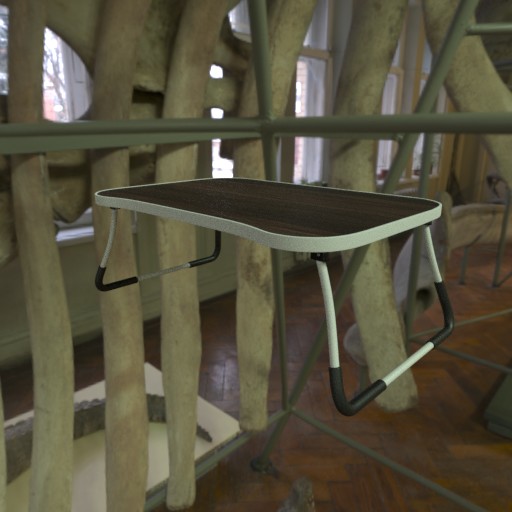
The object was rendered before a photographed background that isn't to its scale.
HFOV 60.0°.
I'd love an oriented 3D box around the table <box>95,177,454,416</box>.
[{"bbox_3d":[0.000,0.000,0.865,0.660,0.232,0.400,15,22,42],"label":"table"}]
